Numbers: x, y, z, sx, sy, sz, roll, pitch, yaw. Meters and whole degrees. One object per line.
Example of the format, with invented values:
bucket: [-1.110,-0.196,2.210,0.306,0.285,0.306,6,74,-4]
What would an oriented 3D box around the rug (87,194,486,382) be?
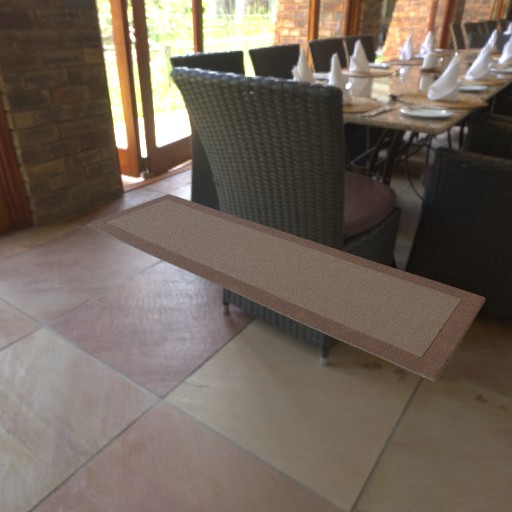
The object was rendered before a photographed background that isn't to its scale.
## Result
rug: [0.000,0.000,2.689,2.430,0.012,0.767,21,35,33]
